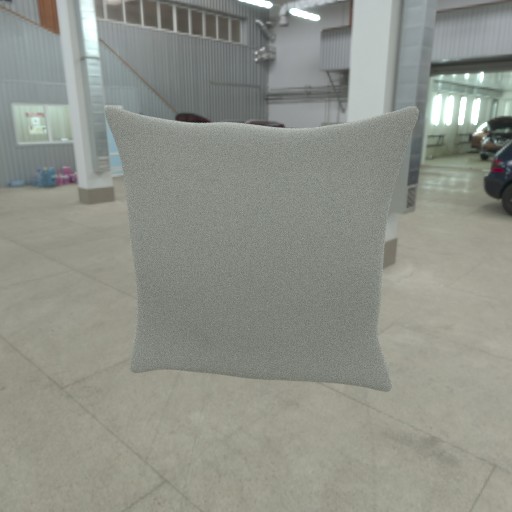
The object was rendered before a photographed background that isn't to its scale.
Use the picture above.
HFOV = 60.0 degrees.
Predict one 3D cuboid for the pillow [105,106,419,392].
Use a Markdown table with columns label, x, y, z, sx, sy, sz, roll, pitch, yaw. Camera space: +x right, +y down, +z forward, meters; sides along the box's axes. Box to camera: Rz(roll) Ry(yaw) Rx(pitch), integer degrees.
| label | x | y | z | sx | sy | sz | roll | pitch | yaw |
| --- | --- | --- | --- | --- | --- | --- | --- | --- | --- |
| pillow | 0.000 | 0.000 | 0.796 | 0.514 | 0.513 | 0.163 | 2 | 17 | 7 |
